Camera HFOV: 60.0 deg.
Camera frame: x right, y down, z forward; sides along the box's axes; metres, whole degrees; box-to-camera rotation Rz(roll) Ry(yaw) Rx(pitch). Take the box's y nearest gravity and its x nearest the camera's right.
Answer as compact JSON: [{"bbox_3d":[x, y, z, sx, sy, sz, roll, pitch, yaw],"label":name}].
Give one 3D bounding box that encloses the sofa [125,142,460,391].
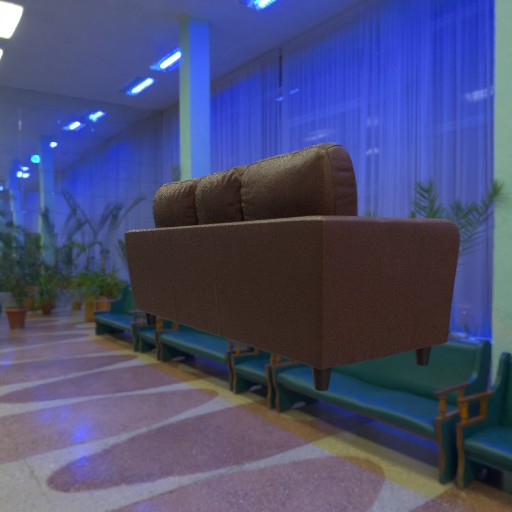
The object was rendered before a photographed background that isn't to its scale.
[{"bbox_3d":[0.000,0.000,2.376,0.802,0.915,1.862,-1,2,-36],"label":"sofa"}]
